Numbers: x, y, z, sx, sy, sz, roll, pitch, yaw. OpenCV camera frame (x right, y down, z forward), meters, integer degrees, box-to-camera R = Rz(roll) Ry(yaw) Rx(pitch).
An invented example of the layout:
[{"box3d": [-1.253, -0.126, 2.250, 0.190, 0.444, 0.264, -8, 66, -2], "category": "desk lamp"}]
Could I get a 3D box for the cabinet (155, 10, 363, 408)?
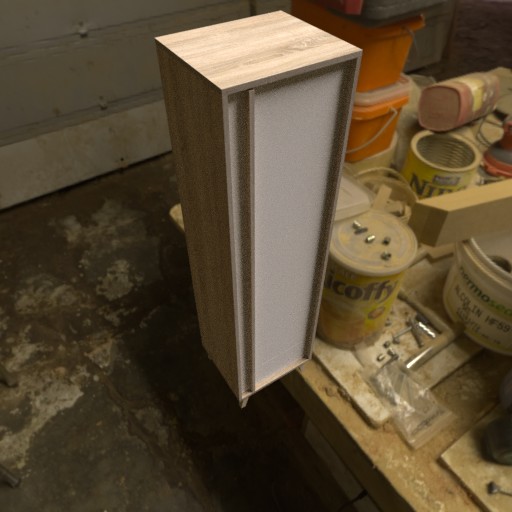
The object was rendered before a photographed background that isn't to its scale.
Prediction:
[{"box3d": [0.000, 0.000, 2.132, 0.510, 1.960, 0.450, -25, 51, -22], "category": "cabinet"}]
